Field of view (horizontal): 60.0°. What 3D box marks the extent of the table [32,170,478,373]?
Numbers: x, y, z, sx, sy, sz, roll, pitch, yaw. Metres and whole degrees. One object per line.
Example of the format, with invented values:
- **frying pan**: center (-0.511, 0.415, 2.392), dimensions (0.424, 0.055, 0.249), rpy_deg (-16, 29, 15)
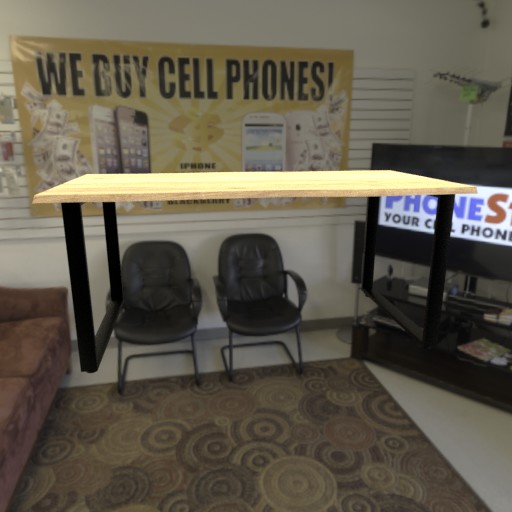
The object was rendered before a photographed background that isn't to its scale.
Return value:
- **table**: center (0.000, 0.000, 2.287), dimensions (1.800, 0.780, 0.900), rpy_deg (-2, 16, -8)
